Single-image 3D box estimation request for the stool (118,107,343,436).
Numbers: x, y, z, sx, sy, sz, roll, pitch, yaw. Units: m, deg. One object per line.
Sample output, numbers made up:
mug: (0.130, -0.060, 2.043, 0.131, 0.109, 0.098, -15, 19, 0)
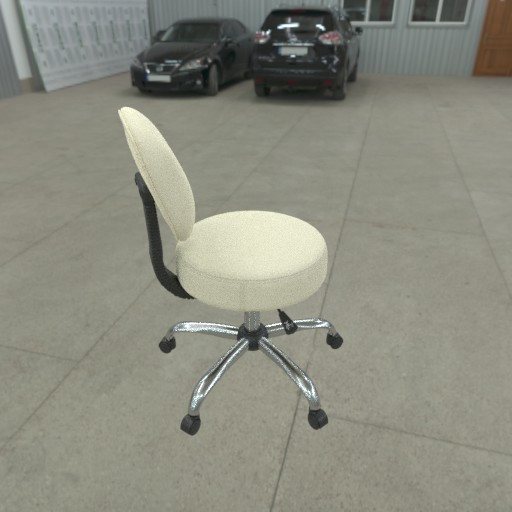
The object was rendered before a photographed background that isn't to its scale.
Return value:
stool: (0.000, 0.000, 1.232, 0.616, 0.810, 0.609, -10, 30, -17)
